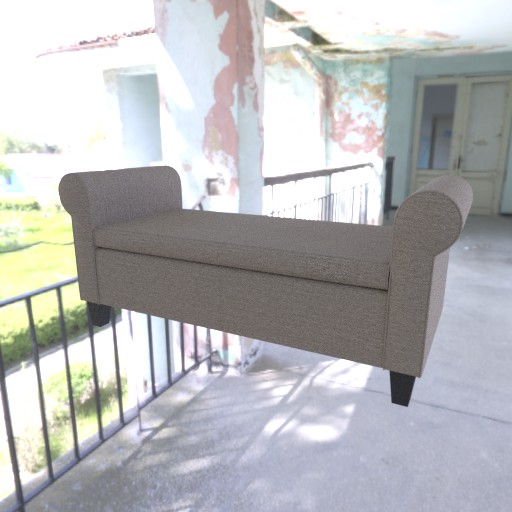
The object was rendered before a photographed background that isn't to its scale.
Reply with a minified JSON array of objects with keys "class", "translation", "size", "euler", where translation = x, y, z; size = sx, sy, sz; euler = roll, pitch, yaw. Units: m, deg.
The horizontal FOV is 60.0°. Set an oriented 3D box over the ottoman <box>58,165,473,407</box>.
[{"class":"ottoman","translation":[0.000,0.000,1.491],"size":[1.256,0.547,0.521],"euler":[8,17,27]}]
